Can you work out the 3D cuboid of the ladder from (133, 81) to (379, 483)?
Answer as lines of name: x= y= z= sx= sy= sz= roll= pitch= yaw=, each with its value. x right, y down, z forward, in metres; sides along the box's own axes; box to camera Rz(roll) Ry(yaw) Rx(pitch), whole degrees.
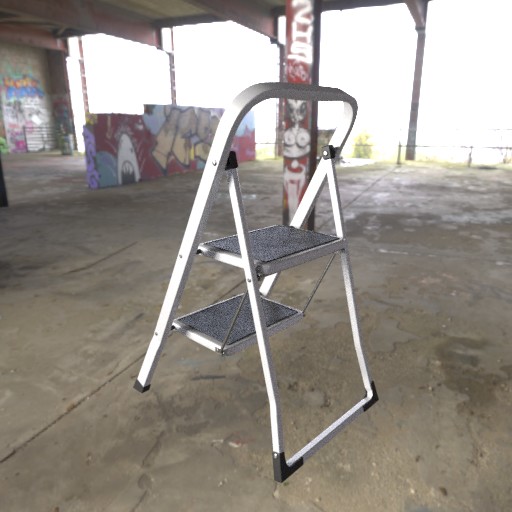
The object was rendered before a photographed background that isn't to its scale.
ladder: x=0.000 y=0.000 z=1.138 sx=0.544 sy=0.810 sz=0.460 roll=16 pitch=23 yaw=42
